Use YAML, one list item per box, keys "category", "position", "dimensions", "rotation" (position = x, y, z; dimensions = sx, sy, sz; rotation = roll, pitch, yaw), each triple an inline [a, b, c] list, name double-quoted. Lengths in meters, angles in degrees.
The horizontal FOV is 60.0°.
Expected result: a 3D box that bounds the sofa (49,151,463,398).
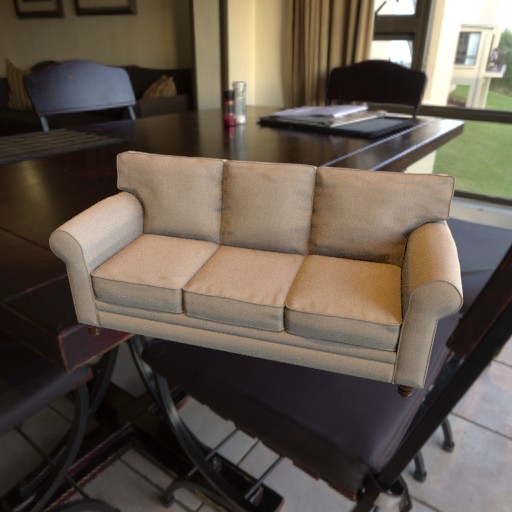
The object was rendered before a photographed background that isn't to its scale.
- category: "sofa"
  position: [0.000, 0.000, 2.539]
  dimensions: [2.084, 0.961, 0.916]
  rotation: [7, 27, 15]
